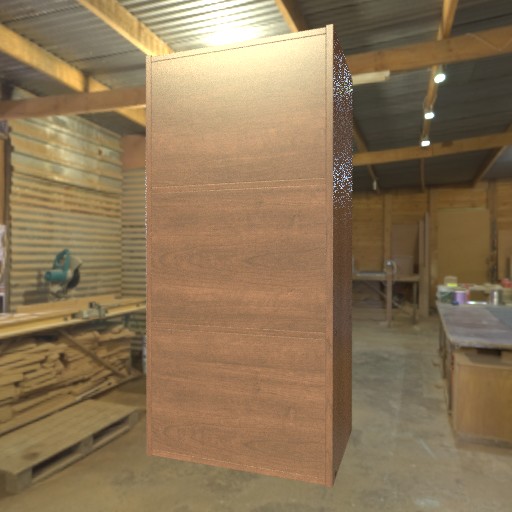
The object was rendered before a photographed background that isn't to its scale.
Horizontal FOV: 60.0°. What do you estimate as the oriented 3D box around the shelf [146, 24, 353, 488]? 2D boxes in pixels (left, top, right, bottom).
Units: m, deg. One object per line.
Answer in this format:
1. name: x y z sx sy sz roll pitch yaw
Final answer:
1. shelf: 0.000 0.000 1.044 0.414 0.879 0.290 0 1 19
